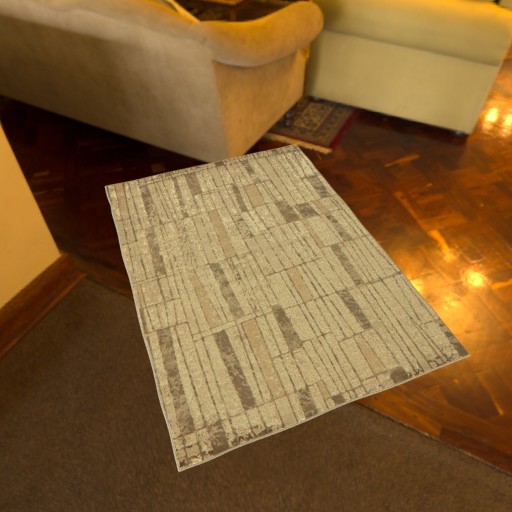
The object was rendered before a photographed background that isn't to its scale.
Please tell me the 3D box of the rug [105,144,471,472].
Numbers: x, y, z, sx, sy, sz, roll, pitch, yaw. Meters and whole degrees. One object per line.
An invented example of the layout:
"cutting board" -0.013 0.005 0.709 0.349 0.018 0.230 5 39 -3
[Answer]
"rug" 0.000 0.000 4.366 2.449 0.019 3.357 -16 49 -15
